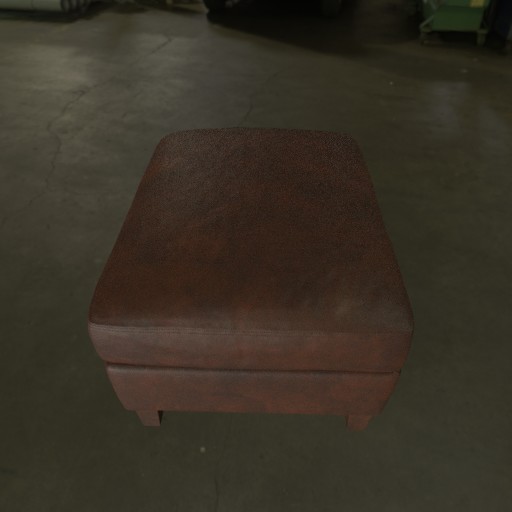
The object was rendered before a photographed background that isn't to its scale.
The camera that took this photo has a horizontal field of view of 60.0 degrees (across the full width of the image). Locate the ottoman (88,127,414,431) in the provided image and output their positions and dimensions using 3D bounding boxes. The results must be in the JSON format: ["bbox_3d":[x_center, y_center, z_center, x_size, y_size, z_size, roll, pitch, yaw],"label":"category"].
[{"bbox_3d":[0.000,0.000,1.271,0.659,0.527,0.887,1,40,1],"label":"ottoman"}]
